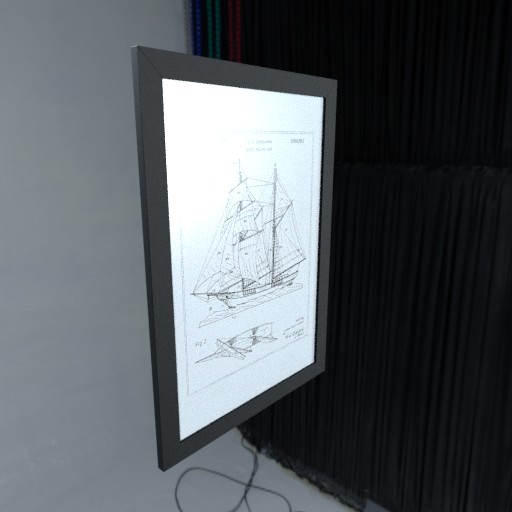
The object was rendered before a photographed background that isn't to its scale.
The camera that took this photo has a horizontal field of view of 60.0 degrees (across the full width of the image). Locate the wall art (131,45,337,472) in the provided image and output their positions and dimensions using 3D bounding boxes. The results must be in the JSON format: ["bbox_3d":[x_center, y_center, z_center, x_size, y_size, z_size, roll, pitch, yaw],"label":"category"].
[{"bbox_3d":[0.000,0.000,0.579,0.011,0.459,0.326,13,20,42],"label":"wall art"}]
